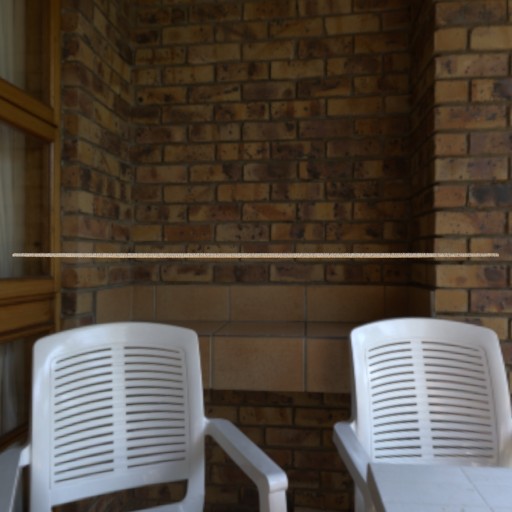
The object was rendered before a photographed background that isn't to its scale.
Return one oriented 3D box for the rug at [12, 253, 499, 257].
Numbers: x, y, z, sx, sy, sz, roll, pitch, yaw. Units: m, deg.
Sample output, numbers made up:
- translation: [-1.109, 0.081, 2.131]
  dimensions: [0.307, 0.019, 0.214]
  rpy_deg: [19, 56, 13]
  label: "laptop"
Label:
- translation: [0.000, 0.000, 2.709]
  dimensions: [2.144, 0.013, 1.509]
  rpy_deg: [0, 0, 1]
  label: "rug"
